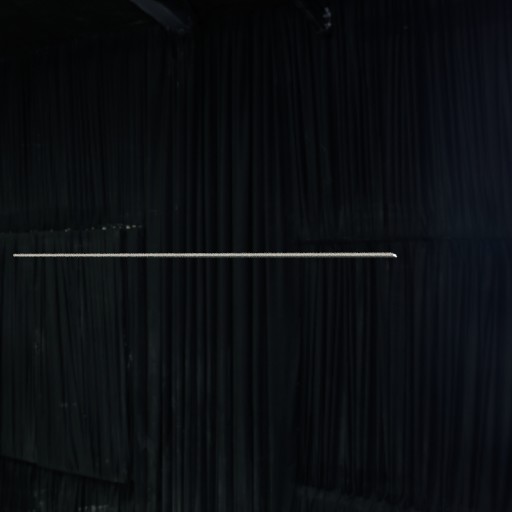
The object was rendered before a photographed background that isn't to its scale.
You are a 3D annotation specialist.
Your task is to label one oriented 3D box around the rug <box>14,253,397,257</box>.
[{"bbox_3d":[0.000,0.000,4.050,2.446,0.015,3.046,0,0,18],"label":"rug"}]
